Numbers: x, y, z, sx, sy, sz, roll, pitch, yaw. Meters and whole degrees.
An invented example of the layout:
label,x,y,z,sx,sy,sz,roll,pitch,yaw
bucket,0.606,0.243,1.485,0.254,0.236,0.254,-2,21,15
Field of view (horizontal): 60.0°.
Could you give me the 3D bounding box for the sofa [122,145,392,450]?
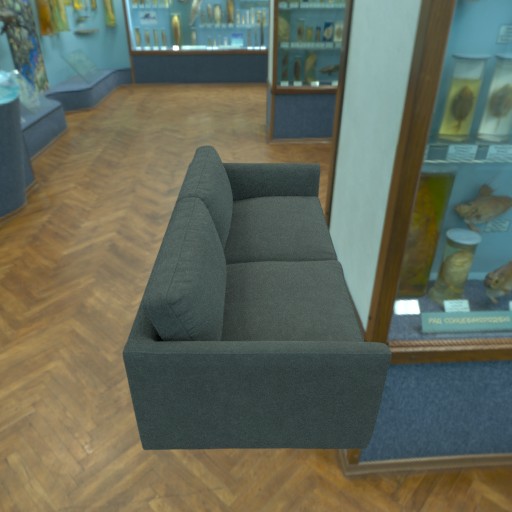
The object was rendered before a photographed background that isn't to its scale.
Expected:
label,x,y,z,sx,sy,sz,roll,pitch,yaw
sofa,0.000,0.000,2.822,1.092,0.838,2.257,0,31,0
